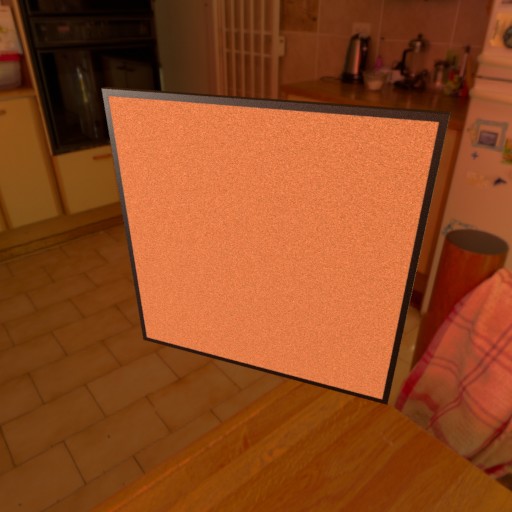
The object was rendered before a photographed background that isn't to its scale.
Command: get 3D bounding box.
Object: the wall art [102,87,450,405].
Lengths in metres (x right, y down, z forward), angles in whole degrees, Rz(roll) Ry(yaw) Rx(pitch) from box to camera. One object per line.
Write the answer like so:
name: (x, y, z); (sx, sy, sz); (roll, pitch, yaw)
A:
wall art: (0.000, 0.000, 0.673); (0.457, 0.458, 0.012); (11, 32, 17)
